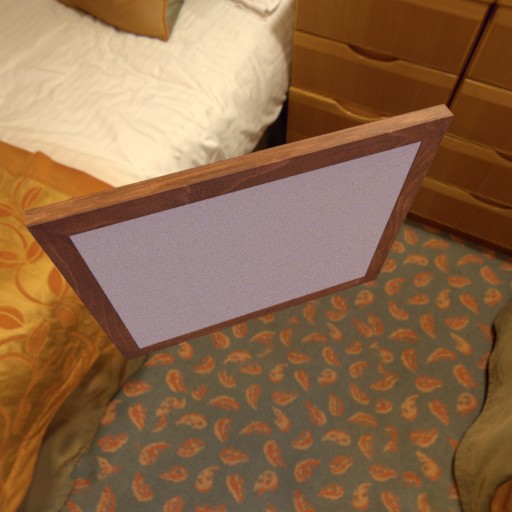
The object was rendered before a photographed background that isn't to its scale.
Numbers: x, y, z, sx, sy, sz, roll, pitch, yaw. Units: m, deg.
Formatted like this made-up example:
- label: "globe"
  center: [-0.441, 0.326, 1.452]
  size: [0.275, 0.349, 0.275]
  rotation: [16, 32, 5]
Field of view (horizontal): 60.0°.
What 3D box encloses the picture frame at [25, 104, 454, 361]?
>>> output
- label: "picture frame"
  center: [0.000, 0.000, 0.750]
  size: [0.559, 0.457, 0.025]
  rotation: [-17, 59, -10]
